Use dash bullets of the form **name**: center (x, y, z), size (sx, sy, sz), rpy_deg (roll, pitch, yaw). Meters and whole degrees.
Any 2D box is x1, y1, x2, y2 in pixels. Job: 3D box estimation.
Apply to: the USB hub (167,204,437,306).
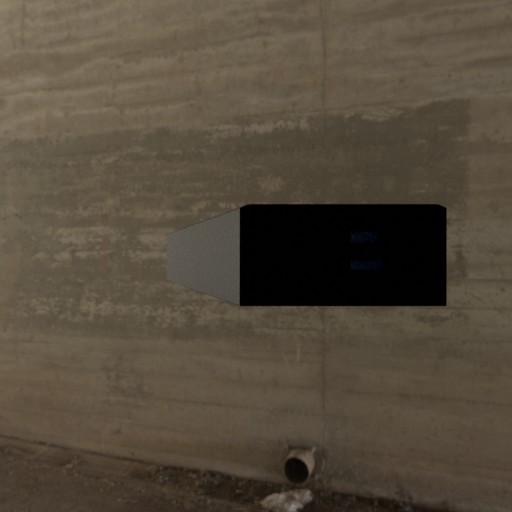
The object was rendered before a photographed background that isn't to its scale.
- **USB hub**: center (0.000, 0.000, 0.157), size (0.044, 0.023, 0.145), rpy_deg (0, 0, -19)
